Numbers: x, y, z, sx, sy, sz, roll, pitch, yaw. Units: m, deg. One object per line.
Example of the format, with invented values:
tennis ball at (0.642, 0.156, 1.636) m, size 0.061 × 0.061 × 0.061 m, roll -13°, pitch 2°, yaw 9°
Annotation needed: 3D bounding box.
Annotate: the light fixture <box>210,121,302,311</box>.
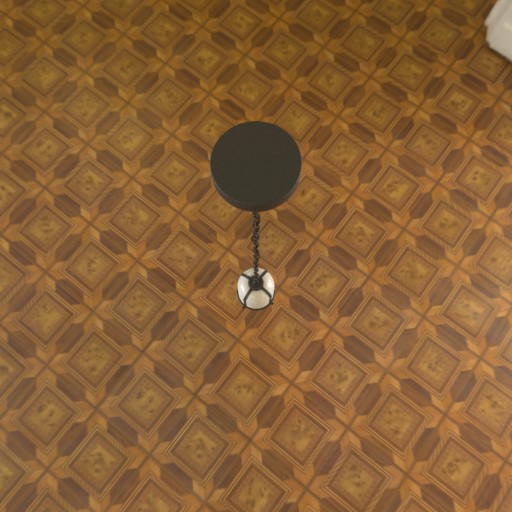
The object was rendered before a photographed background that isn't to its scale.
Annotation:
light fixture at (0.000, 0.000, 1.268) m, size 0.178 × 1.181 × 0.178 m, roll 36°, pitch 78°, yaw 9°
